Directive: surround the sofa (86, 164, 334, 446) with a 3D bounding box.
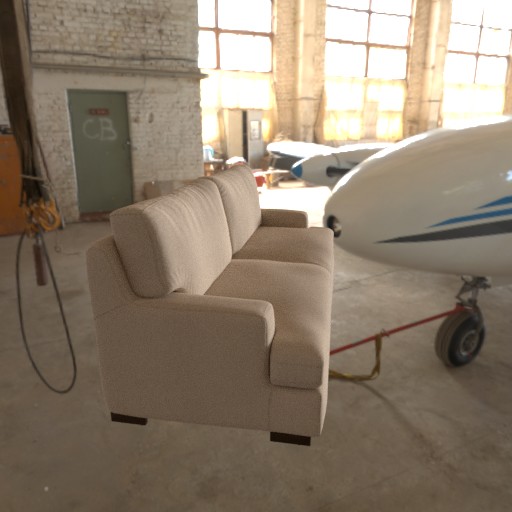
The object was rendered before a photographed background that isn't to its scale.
[{"bbox_3d":[0.000,0.000,2.662,0.929,0.925,2.147,3,17,10],"label":"sofa"}]
